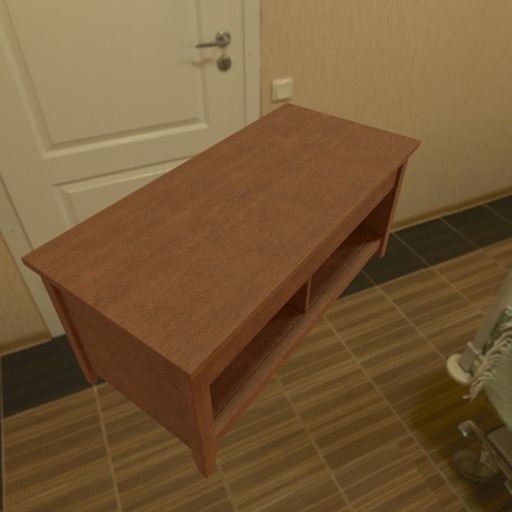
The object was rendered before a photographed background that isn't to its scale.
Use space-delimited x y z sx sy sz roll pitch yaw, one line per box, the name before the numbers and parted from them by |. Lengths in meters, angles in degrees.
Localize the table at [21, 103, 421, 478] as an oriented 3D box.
table | 0.000 0.000 1.282 0.483 0.457 1.016 26 48 27
